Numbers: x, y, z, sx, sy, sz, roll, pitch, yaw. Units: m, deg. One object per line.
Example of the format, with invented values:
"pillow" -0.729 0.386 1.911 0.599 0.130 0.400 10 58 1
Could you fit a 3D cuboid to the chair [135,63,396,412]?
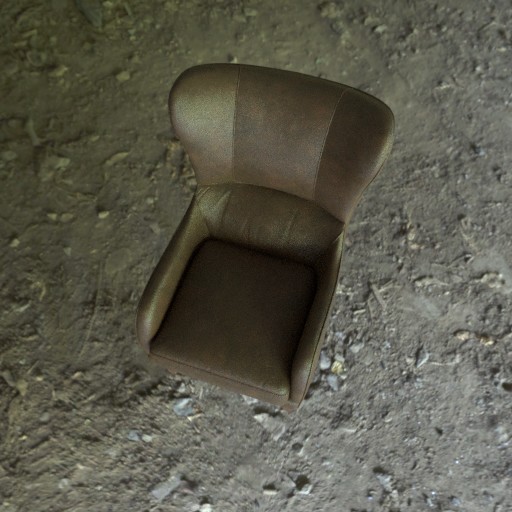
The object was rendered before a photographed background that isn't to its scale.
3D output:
"chair" 0.000 0.000 1.635 0.692 1.048 0.914 16 60 9
